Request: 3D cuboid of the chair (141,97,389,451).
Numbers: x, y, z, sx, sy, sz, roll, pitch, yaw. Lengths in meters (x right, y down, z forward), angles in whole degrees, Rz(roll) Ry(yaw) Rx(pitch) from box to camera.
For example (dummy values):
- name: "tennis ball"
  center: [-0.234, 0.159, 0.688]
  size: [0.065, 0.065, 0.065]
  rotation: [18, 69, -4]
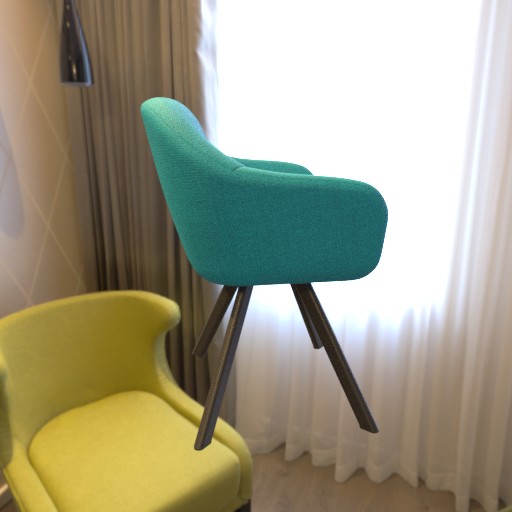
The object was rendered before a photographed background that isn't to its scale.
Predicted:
- name: "chair"
  center: [0.000, 0.000, 1.187]
  size: [0.550, 0.795, 0.590]
  rotation: [-2, 16, -8]
